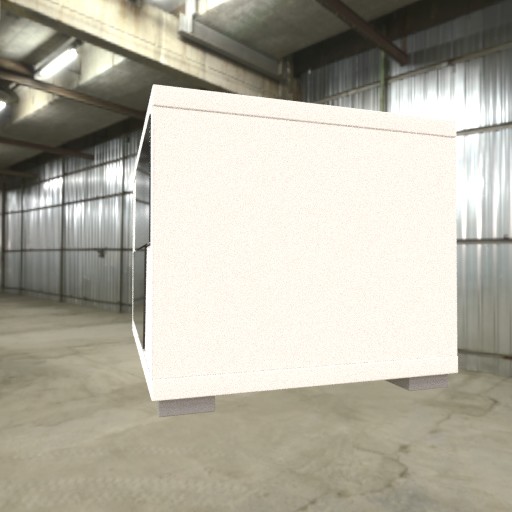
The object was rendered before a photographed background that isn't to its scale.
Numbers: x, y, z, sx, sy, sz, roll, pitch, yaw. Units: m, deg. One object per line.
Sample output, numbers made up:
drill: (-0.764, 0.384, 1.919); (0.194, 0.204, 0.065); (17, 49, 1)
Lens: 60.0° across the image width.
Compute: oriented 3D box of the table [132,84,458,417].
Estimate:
table: (0.000, 0.000, 0.776); (0.399, 0.357, 0.517); (0, -1, -18)
